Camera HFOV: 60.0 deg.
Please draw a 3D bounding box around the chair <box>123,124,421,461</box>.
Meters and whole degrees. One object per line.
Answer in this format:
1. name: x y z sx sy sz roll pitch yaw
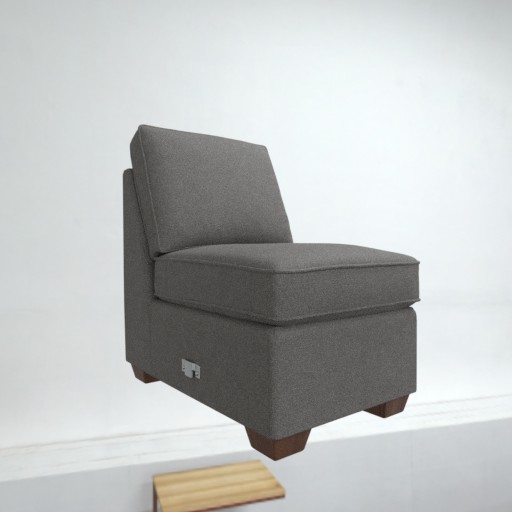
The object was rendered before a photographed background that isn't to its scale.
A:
1. chair: 0.000 0.000 1.551 0.621 0.970 0.938 -1 2 -37
